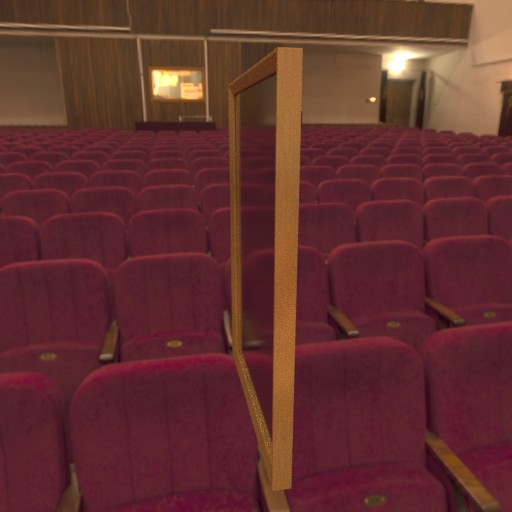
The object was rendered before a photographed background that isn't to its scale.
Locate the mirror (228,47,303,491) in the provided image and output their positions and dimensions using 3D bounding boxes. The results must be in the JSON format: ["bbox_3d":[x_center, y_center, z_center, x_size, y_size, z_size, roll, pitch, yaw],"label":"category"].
[{"bbox_3d":[0.000,0.000,0.919,0.039,0.710,0.507,-3,16,-10],"label":"mirror"}]
